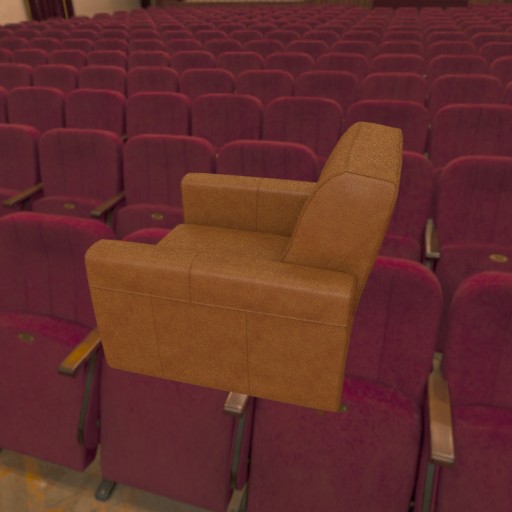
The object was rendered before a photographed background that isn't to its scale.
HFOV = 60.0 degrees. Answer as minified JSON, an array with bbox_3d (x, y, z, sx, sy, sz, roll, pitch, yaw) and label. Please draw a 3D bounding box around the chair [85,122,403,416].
[{"bbox_3d":[0.000,0.000,1.696,0.942,0.968,0.845,8,30,15],"label":"chair"}]
